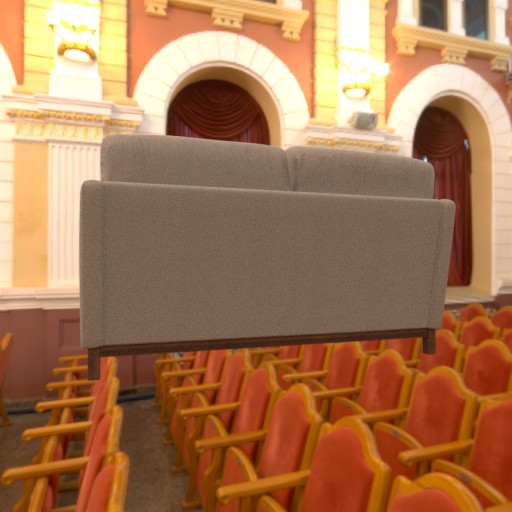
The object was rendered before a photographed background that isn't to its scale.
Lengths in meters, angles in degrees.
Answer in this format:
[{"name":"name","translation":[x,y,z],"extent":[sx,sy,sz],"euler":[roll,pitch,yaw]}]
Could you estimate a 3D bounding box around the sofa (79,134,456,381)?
[{"name":"sofa","translation":[0.000,0.000,2.189],"extent":[1.589,0.921,0.987],"euler":[0,-1,-18]}]
